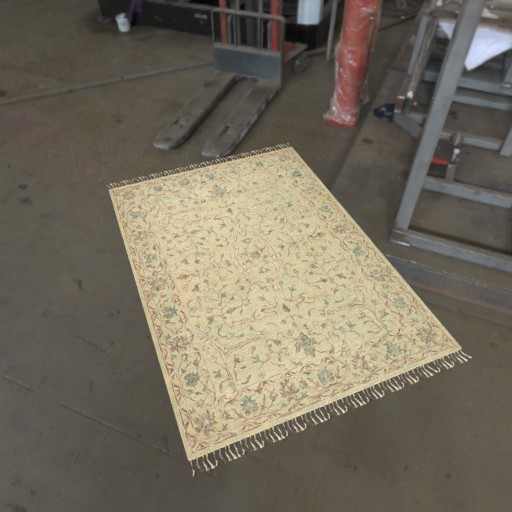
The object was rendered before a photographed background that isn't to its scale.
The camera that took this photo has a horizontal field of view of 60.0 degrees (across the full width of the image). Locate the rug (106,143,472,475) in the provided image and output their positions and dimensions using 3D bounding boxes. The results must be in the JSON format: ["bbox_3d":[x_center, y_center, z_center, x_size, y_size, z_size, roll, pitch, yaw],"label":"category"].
[{"bbox_3d":[0.000,0.000,2.282,1.247,0.008,1.802,-17,49,-15],"label":"rug"}]
